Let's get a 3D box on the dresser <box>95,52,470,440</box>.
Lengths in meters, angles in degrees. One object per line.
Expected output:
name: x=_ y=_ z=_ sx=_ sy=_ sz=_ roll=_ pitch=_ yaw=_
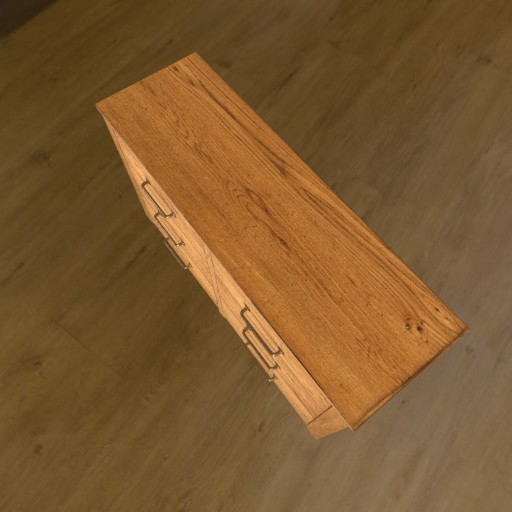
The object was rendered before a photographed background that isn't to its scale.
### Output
dresser: x=0.000 y=0.000 z=2.122 sx=0.563 sy=0.932 sz=1.657 roll=-34 pitch=69 yaw=-15
